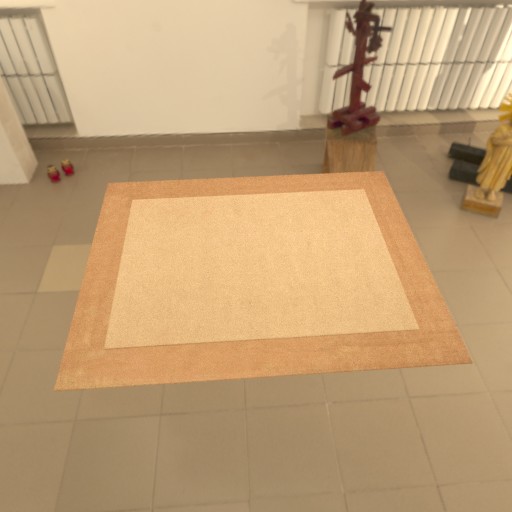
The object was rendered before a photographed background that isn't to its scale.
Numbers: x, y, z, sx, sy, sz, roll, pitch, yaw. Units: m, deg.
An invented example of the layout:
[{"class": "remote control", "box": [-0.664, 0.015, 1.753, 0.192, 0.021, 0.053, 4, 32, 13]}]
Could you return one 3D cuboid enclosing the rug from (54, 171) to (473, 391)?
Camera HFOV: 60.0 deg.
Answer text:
[{"class": "rug", "box": [0.000, 0.000, 4.051, 3.048, 0.014, 2.438, -3, 46, -3]}]
